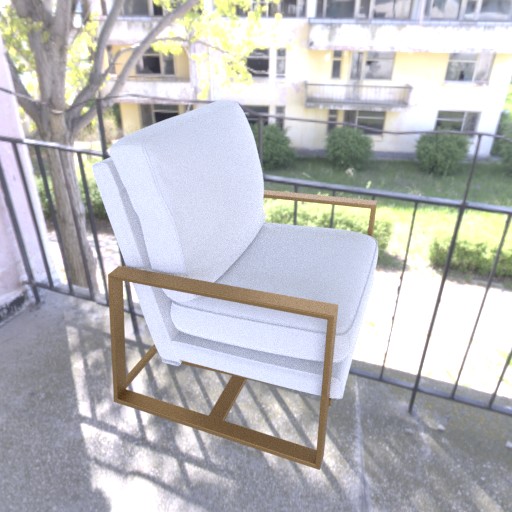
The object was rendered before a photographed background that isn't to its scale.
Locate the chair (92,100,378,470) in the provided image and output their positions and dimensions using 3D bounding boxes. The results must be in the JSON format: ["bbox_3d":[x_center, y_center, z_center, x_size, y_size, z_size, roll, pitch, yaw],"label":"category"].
[{"bbox_3d":[0.000,0.000,1.587,0.813,0.966,0.805,11,31,18],"label":"chair"}]
